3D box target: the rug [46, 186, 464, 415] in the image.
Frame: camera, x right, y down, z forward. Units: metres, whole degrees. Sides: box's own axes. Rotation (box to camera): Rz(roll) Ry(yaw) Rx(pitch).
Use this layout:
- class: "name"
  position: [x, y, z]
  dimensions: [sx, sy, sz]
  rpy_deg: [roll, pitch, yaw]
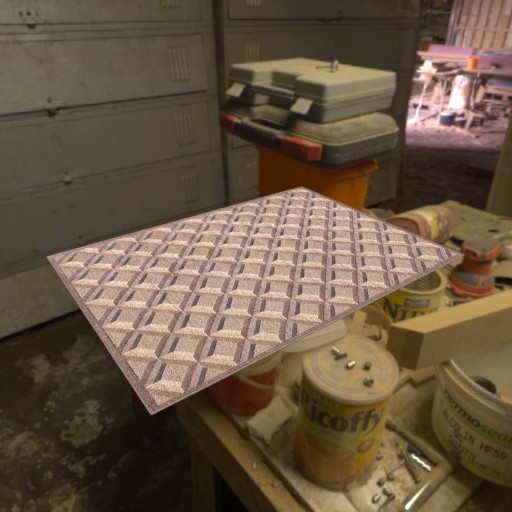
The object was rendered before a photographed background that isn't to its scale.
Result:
- class: "rug"
  position: [0.000, 0.000, 4.303]
  dimensions: [3.294, 0.018, 2.382]
  rpy_deg: [-20, 35, -31]
